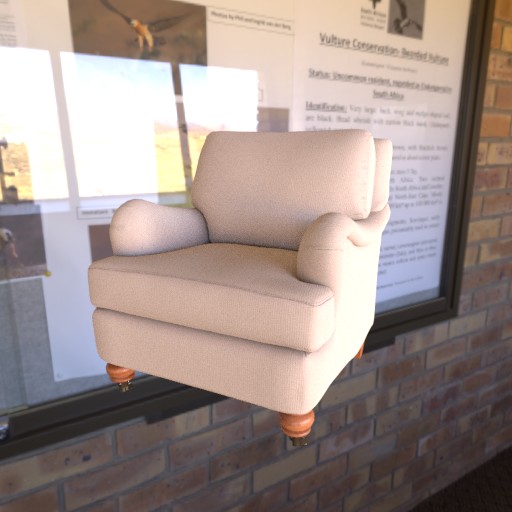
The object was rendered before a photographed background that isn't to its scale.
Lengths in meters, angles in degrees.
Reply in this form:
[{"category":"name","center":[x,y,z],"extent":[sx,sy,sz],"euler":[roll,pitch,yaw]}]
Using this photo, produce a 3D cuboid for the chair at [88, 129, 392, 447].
[{"category":"chair","center":[0.000,0.000,1.872],"extent":[0.955,1.038,1.070],"euler":[7,16,26]}]
